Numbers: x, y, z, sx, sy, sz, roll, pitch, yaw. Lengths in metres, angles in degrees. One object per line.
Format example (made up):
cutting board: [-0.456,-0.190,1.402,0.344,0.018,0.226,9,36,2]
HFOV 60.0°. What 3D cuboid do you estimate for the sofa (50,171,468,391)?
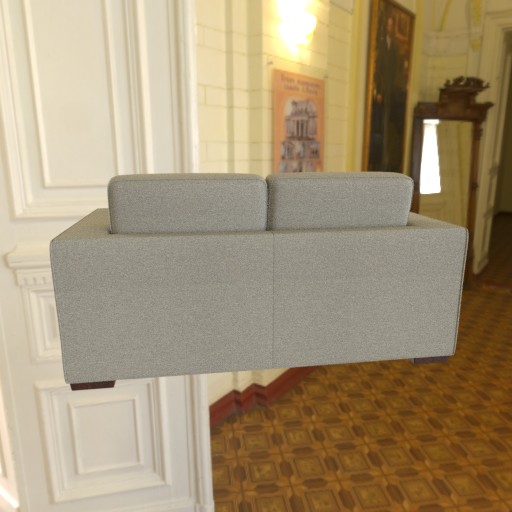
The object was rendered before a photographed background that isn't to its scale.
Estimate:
sofa: [0.000,0.000,2.414,1.812,0.924,1.007,-2,14,-8]
